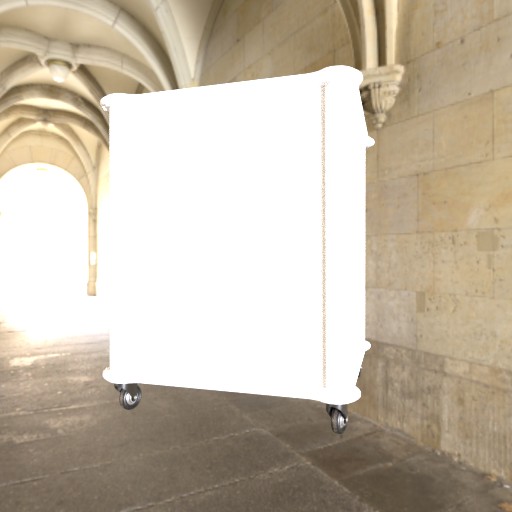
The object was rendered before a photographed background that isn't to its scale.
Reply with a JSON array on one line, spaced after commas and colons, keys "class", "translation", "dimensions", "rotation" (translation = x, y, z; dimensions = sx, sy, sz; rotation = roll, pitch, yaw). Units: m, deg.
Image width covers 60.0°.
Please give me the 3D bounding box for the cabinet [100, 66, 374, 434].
[{"class": "cabinet", "translation": [0.000, 0.000, 1.253], "dimensions": [0.628, 0.761, 0.627], "rotation": [0, 0, 17]}]
